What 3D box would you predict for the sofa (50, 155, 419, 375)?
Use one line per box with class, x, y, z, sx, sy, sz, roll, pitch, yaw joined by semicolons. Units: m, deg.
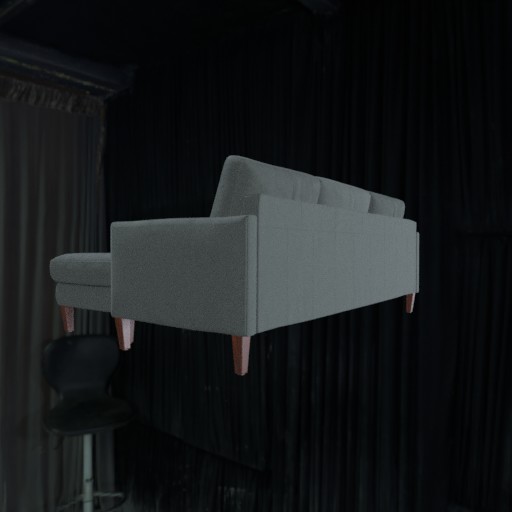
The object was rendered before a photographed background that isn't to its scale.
sofa;0.000;0.000;2.944;1.506;0.876;2.178;1;1;36
